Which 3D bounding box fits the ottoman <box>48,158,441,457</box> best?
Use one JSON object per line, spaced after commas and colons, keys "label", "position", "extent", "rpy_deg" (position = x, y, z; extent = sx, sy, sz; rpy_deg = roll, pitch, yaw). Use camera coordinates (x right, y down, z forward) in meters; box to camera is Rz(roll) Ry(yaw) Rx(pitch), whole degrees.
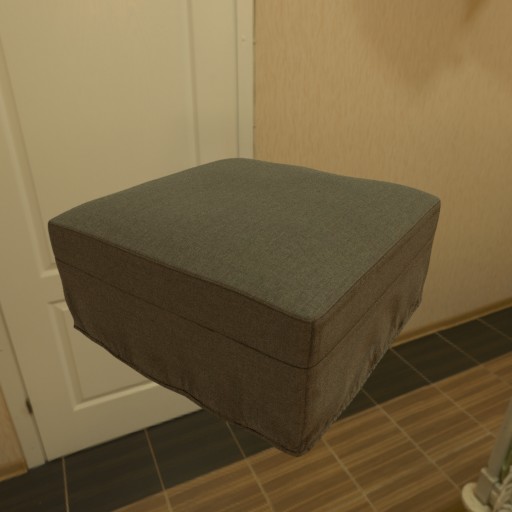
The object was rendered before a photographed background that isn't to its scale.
{"label": "ottoman", "position": [0.000, 0.000, 1.344], "extent": [0.843, 0.436, 0.840], "rpy_deg": [18, 31, 31]}
